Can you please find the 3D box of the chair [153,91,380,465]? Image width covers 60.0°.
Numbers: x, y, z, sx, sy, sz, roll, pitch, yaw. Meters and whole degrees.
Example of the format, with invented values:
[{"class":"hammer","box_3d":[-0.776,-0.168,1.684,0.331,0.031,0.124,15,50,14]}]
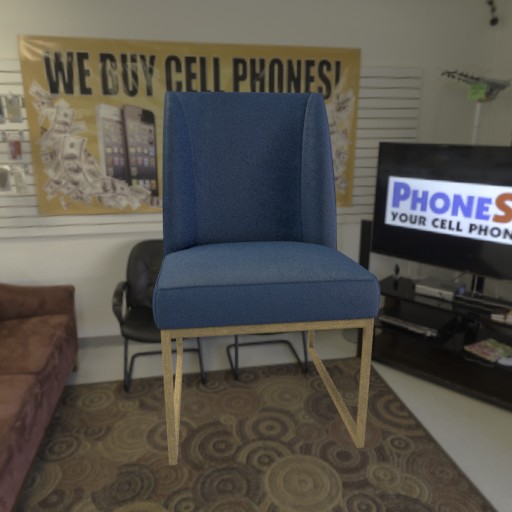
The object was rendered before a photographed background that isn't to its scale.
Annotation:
[{"class":"chair","box_3d":[0.000,0.000,1.185,0.508,0.863,0.522,-2,16,-7]}]
